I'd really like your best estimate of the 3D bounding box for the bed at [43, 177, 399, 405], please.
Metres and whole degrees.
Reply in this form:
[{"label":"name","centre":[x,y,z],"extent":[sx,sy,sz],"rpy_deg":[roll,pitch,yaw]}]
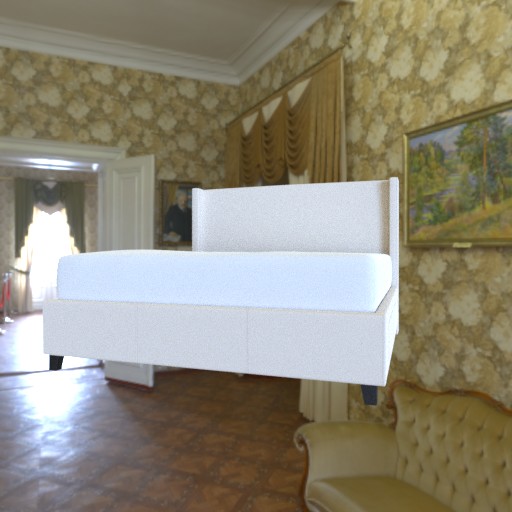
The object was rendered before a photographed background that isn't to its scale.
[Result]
[{"label":"bed","centre":[0.000,0.000,3.579],"extent":[2.145,1.471,2.293],"rpy_deg":[0,0,19]}]
